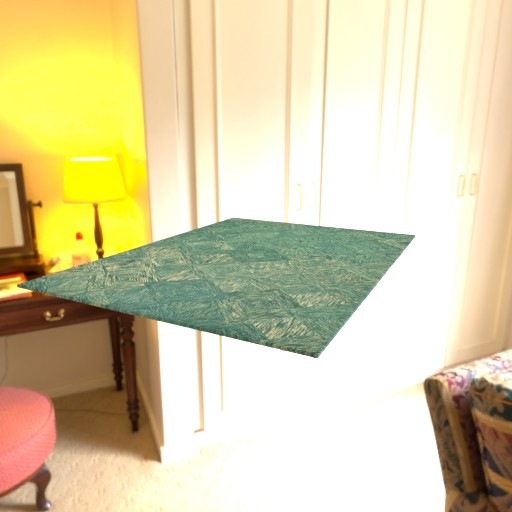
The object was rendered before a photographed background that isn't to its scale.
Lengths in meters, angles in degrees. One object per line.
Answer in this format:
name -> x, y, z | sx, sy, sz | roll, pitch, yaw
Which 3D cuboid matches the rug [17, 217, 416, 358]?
rug -> 0.000, 0.000, 4.185 | 2.405, 0.027, 3.217 | 8, 17, 27
